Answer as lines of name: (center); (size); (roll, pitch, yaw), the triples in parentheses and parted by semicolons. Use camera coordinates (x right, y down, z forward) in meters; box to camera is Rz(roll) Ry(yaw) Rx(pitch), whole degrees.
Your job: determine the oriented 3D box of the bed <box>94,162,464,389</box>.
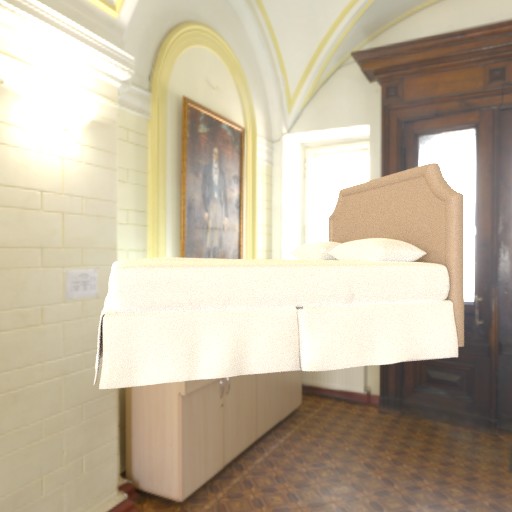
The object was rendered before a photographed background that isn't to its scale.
bed: (0.000, 0.000, 4.122); (2.773, 1.590, 2.350); (0, 0, -17)
